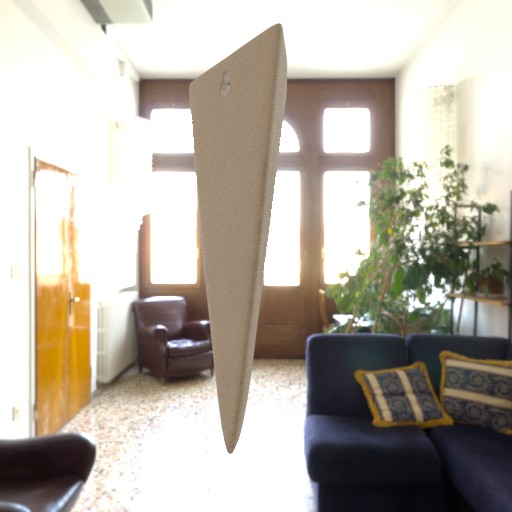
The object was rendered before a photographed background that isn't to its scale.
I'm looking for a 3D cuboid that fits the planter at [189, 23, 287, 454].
[{"bbox_3d":[0.000,0.000,0.394,0.065,0.338,0.143,0,0,-35],"label":"planter"}]
